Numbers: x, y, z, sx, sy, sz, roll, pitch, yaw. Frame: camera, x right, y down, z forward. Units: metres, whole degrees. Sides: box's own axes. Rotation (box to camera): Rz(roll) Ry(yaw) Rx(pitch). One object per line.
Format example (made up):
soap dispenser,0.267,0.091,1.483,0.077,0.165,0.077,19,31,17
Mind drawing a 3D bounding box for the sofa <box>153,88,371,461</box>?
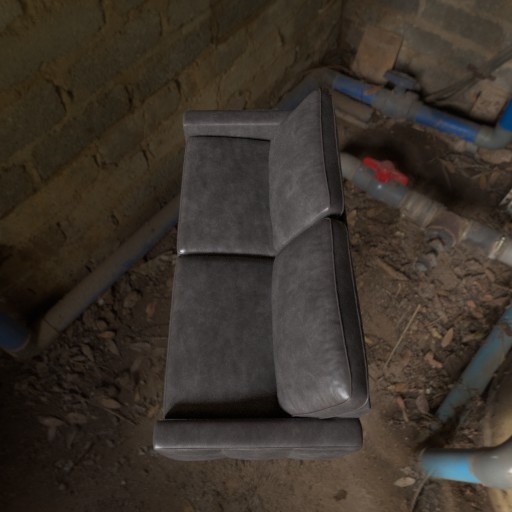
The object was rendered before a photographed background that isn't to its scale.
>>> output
sofa,0.000,0.000,2.522,0.939,0.916,2.081,0,62,0
